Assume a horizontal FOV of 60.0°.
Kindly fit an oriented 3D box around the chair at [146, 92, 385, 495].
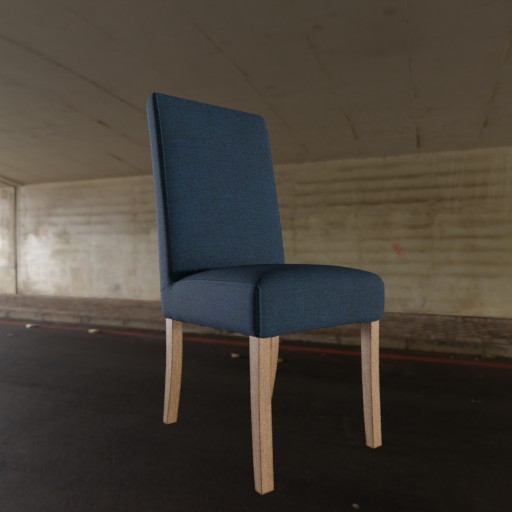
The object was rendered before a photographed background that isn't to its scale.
[{"bbox_3d":[0.000,0.000,1.321,0.450,1.029,0.610,-1,1,-36],"label":"chair"}]
